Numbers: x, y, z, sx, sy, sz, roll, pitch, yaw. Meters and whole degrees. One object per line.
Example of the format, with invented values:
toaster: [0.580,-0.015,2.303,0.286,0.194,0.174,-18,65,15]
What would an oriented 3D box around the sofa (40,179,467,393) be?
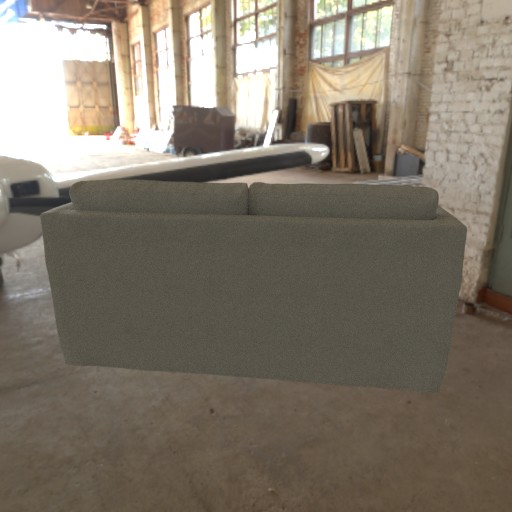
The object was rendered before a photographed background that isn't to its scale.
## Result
sofa: [0.000,0.000,2.243,1.727,0.830,0.944,2,18,7]
